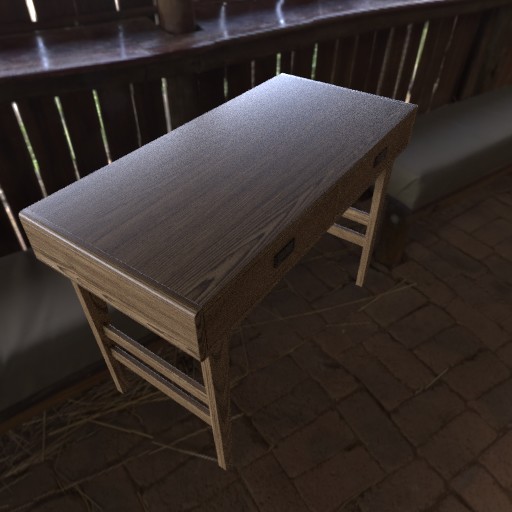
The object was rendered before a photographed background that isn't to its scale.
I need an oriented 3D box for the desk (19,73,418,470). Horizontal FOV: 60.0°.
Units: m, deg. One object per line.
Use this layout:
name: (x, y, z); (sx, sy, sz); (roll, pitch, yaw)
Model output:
desk: (0.000, 0.000, 1.422); (0.508, 0.755, 1.067); (25, 47, 26)
